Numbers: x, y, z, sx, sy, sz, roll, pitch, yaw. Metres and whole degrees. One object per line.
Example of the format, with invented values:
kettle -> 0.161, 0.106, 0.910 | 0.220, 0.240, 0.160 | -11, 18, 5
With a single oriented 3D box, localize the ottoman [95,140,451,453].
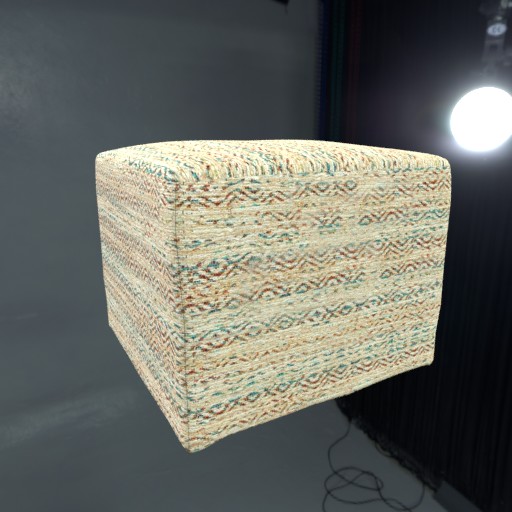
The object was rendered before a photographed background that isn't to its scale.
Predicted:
ottoman -> 0.000, 0.000, 0.896 | 0.521, 0.453, 0.512 | -9, 18, -29
